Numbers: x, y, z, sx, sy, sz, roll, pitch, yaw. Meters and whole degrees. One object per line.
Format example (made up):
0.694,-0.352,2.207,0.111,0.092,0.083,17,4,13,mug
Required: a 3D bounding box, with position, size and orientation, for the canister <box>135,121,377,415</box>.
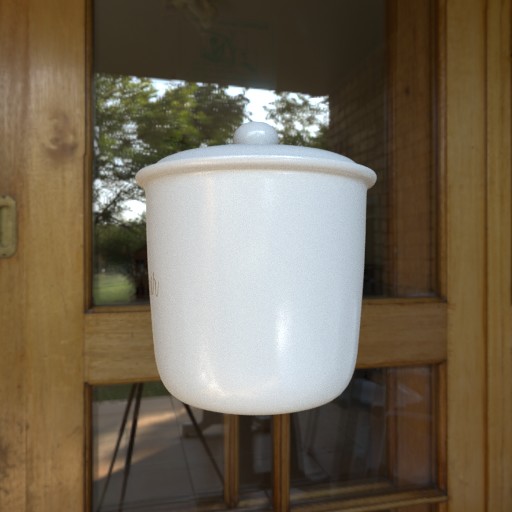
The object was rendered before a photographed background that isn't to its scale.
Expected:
0.000,0.000,0.346,0.182,0.208,0.182,0,0,0,canister
